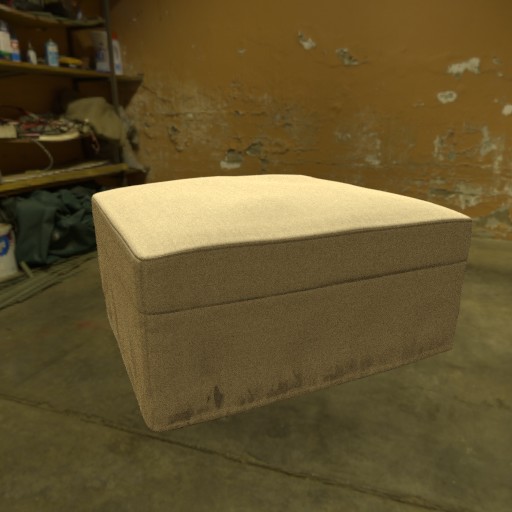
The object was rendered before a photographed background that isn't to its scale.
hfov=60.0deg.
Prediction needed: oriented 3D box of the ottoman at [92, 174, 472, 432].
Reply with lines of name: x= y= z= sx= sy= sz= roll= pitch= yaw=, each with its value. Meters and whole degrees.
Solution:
ottoman: x=0.000 y=0.000 z=1.328 sx=0.843 sy=0.436 sz=0.840 roll=-8 pitch=18 yaw=-24
